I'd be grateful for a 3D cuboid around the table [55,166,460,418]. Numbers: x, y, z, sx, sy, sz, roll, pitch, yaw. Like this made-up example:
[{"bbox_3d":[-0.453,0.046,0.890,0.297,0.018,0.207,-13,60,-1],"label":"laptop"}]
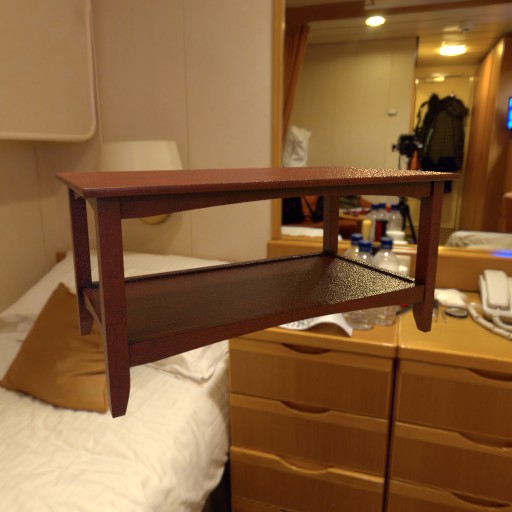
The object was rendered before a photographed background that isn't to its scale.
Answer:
[{"bbox_3d":[0.000,0.000,1.237,0.943,0.456,0.533,-7,16,-28],"label":"table"}]
